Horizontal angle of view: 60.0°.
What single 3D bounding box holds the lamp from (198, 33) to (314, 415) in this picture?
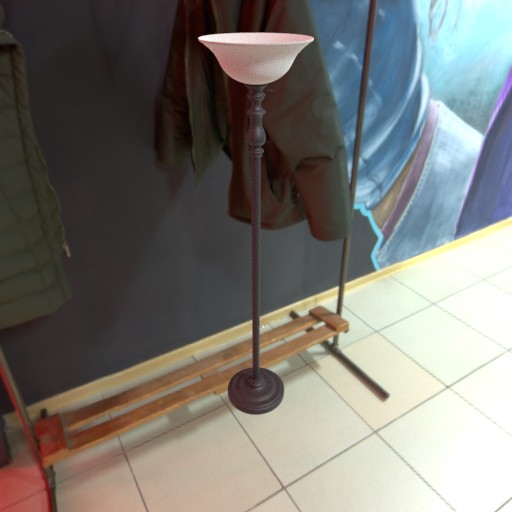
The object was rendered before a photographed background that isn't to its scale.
[{"bbox_3d":[0.000,0.000,2.025,0.405,1.797,0.405,1,31,1],"label":"lamp"}]
